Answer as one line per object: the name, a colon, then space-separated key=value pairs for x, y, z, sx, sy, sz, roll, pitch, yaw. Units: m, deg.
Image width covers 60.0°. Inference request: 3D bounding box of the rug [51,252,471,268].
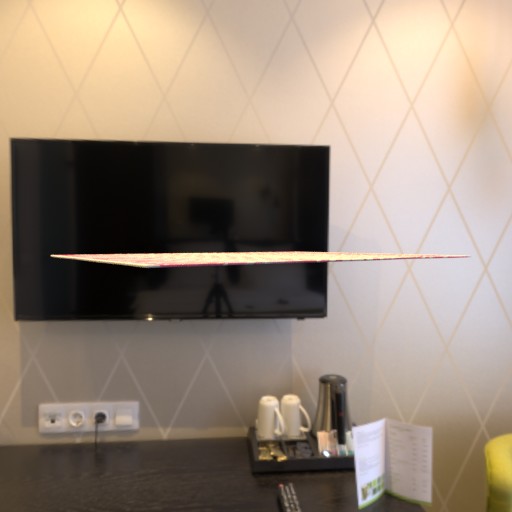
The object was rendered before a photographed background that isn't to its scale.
rug: x=0.000 y=0.000 z=4.098 sx=3.095 sy=0.016 sz=2.441 roll=-1 pitch=2 yaw=-35
